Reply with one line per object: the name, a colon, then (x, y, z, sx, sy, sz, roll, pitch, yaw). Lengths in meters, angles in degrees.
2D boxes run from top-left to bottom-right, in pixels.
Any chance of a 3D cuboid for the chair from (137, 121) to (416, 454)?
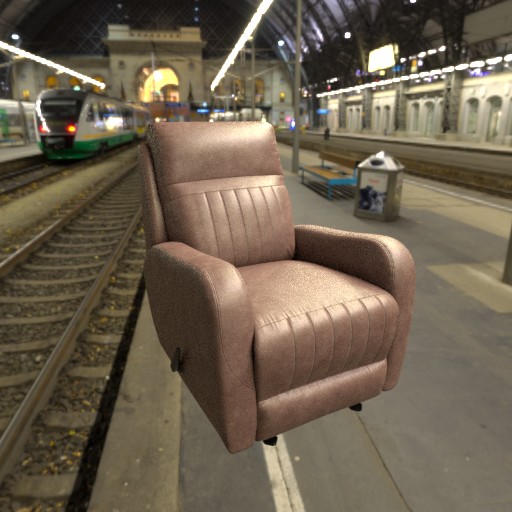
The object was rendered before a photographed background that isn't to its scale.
chair: (0.000, 0.000, 1.831, 0.865, 1.067, 1.067, -9, 19, -28)
